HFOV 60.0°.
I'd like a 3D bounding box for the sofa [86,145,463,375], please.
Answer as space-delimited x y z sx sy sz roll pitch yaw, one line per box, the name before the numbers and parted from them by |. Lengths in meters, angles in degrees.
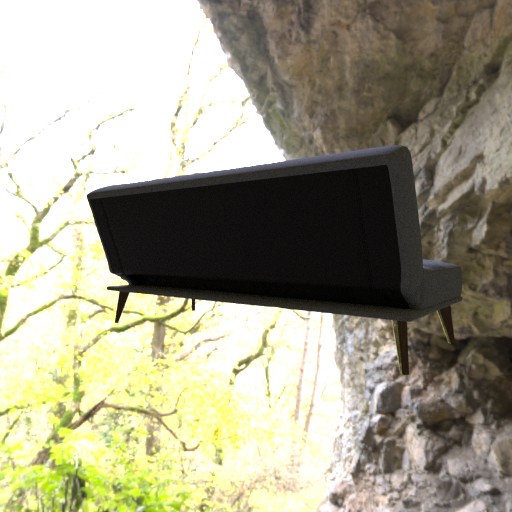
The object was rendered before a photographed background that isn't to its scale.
sofa | 0.000 0.000 2.291 1.800 0.810 0.860 1 2 38
